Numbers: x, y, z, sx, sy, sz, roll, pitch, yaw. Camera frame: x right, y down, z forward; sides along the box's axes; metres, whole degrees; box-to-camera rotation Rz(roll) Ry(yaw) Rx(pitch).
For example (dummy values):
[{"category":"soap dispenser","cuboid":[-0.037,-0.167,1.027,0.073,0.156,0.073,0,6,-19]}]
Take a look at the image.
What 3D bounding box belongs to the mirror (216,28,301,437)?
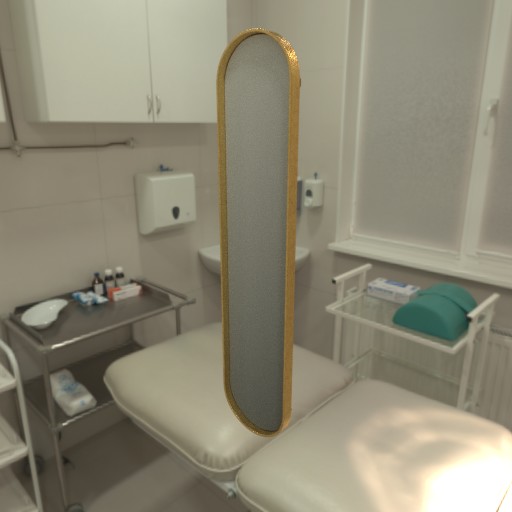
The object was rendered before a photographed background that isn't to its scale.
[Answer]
[{"category":"mirror","cuboid":[0.000,0.000,1.072,0.222,0.991,0.032,15,22,41]}]
